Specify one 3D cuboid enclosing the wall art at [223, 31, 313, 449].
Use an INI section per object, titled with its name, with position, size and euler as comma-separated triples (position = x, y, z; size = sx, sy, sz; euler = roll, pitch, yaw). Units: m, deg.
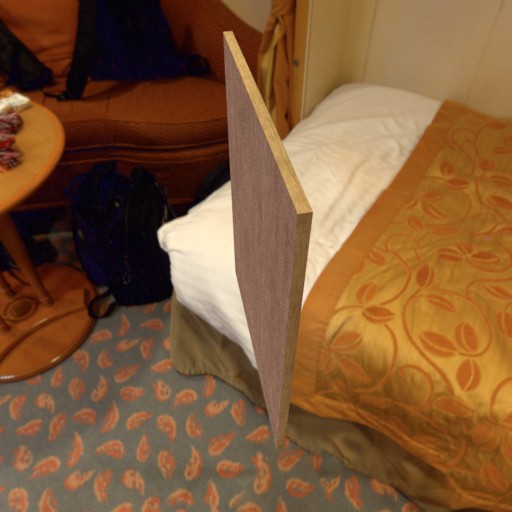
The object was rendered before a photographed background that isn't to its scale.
[wall art]
position = 0.000, 0.000, 0.909
size = 0.018, 0.686, 0.534
euler = -8, 47, -8
